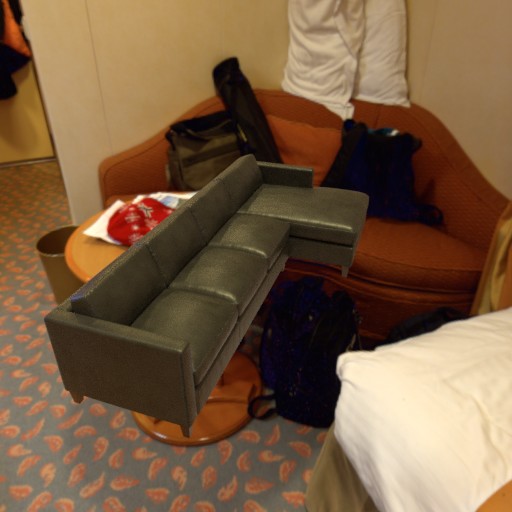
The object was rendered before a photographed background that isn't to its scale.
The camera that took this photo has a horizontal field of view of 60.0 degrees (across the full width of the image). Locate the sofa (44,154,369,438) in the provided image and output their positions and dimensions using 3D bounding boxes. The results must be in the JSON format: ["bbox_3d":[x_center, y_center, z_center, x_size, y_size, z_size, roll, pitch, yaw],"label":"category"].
[{"bbox_3d":[0.000,0.000,3.863,1.581,0.883,3.203,10,32,17],"label":"sofa"}]
